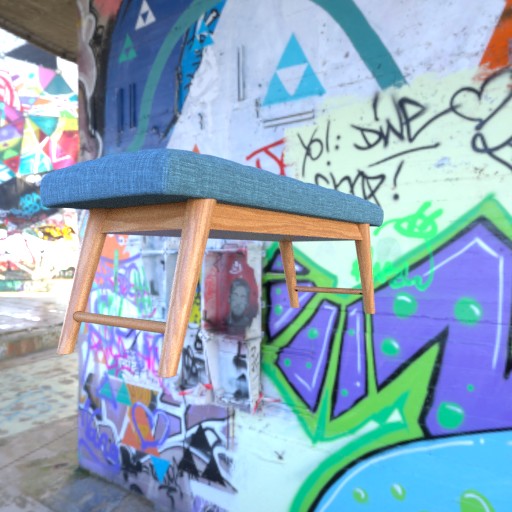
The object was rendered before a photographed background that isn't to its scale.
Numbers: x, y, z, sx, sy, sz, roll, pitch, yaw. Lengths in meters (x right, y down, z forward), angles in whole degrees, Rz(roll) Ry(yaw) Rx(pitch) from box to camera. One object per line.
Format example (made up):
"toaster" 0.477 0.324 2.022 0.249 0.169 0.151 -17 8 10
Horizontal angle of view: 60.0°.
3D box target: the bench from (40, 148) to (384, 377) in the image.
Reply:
"bench" 0.000 0.000 1.328 0.406 0.432 1.118 0 0 35
